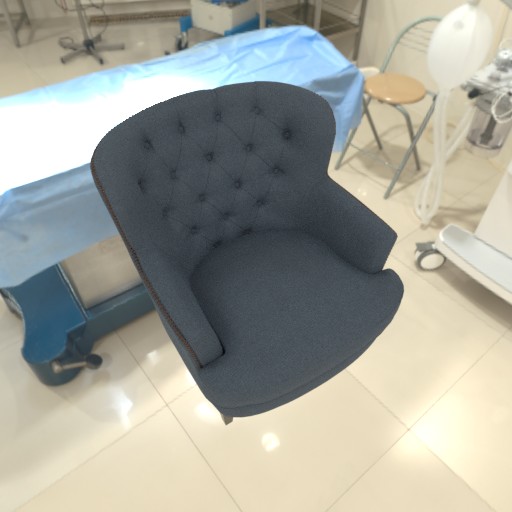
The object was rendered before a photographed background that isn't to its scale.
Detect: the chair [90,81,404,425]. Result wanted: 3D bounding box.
[{"bbox_3d":[0.000,0.000,1.581,0.848,0.868,0.906,-25,52,-21],"label":"chair"}]
